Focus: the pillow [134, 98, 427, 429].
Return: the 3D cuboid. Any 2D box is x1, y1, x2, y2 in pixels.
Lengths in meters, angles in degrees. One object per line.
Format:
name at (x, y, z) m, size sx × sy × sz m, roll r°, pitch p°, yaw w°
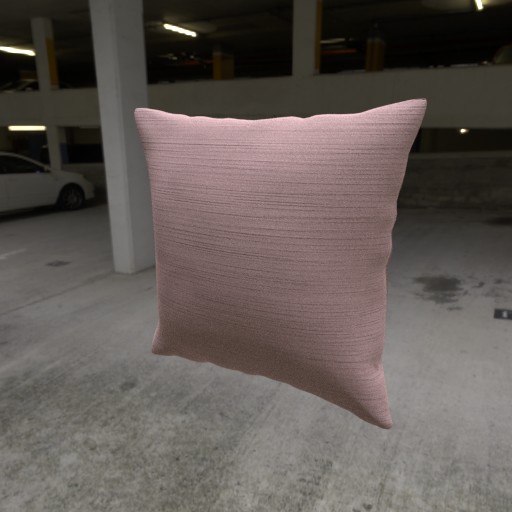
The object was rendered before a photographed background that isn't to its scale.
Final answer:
pillow at (0.000, 0.000, 0.707) m, size 0.470 × 0.464 × 0.175 m, roll 9°, pitch 19°, yaw 27°
